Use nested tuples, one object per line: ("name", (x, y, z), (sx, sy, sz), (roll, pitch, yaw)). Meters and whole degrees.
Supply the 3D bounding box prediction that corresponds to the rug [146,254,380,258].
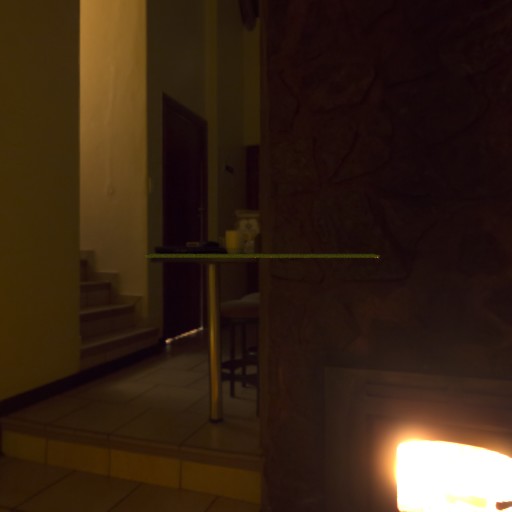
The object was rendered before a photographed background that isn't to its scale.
("rug", (0.000, 0.000, 2.344), (0.662, 0.011, 2.196), (0, 0, -1))
